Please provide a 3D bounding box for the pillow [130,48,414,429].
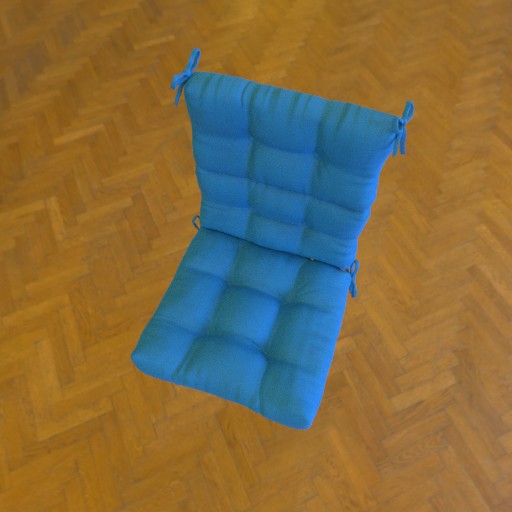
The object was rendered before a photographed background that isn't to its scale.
[{"bbox_3d":[0.000,0.000,1.018,0.519,0.605,0.571,17,61,10],"label":"pillow"}]
